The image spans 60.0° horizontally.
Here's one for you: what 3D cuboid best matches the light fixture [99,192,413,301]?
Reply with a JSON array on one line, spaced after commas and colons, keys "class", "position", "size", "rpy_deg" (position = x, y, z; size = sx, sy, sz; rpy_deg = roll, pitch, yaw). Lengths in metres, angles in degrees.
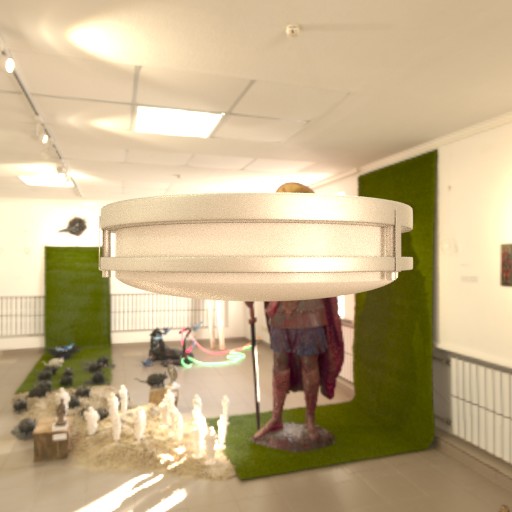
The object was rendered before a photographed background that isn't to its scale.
[{"class": "light fixture", "position": [0.000, 0.000, 0.533], "size": [0.356, 0.102, 0.356], "rpy_deg": [0, 0, 0]}]
